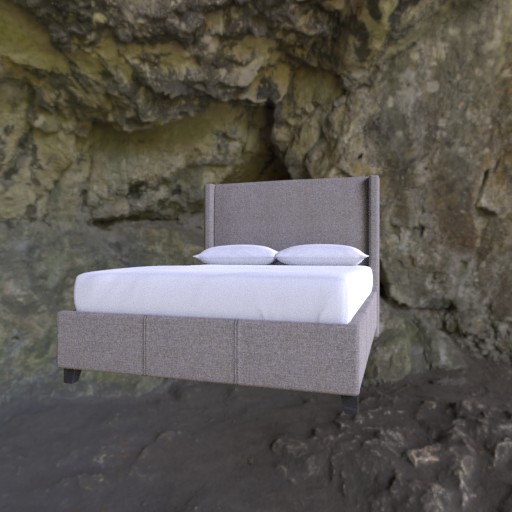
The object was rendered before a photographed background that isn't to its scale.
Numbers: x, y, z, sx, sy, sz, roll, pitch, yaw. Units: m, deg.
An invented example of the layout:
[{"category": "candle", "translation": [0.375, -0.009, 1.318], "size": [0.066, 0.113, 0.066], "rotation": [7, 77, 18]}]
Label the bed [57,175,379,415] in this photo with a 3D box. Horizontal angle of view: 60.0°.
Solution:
[{"category": "bed", "translation": [0.000, 0.000, 3.357], "size": [1.714, 1.476, 2.245], "rotation": [0, 0, 18]}]
